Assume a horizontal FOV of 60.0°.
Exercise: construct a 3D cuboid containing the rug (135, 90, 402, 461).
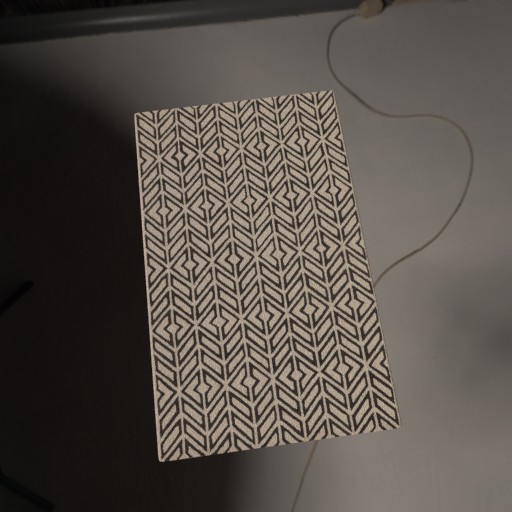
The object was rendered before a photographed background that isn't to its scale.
[{"bbox_3d":[0.000,0.000,3.052,1.523,0.008,2.438,-7,75,-2],"label":"rug"}]
